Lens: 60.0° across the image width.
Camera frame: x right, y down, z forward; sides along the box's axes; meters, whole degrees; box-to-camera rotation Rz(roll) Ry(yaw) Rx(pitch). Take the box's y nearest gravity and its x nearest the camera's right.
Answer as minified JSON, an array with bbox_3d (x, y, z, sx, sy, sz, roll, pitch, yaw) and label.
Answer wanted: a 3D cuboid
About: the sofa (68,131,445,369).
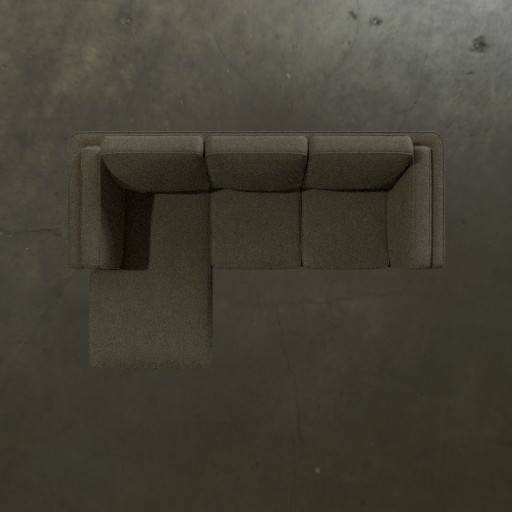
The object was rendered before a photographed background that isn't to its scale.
[{"bbox_3d":[0.000,0.000,3.089,2.411,0.929,1.604,0,90,0],"label":"sofa"}]
